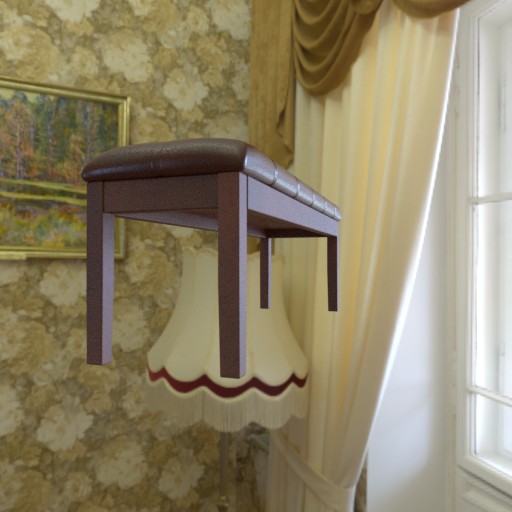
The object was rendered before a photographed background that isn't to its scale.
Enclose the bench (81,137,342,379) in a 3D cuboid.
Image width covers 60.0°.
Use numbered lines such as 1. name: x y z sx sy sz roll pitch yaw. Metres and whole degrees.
1. bench: 0.000 0.000 1.504 0.401 0.491 1.259 0 -1 19
